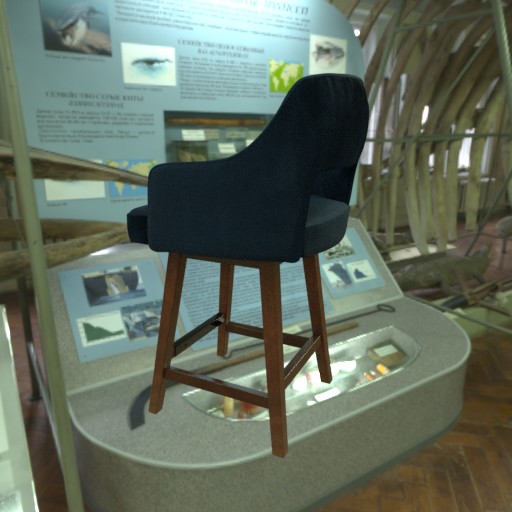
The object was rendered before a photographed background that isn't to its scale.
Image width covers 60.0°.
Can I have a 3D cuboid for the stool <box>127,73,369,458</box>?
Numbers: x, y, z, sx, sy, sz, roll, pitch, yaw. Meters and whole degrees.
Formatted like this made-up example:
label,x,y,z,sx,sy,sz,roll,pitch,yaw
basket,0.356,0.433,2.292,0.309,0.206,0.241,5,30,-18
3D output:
label,x,y,z,sx,sy,sz,roll,pitch,yaw
stool,0.000,0.000,1.280,0.560,0.940,0.550,8,17,26
